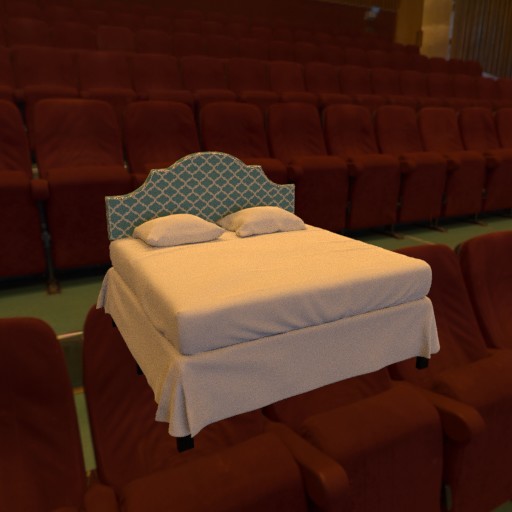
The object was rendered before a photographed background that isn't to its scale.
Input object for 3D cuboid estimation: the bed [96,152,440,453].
[{"bbox_3d":[0.000,0.000,3.667,2.314,1.601,2.222,-8,18,-27],"label":"bed"}]
